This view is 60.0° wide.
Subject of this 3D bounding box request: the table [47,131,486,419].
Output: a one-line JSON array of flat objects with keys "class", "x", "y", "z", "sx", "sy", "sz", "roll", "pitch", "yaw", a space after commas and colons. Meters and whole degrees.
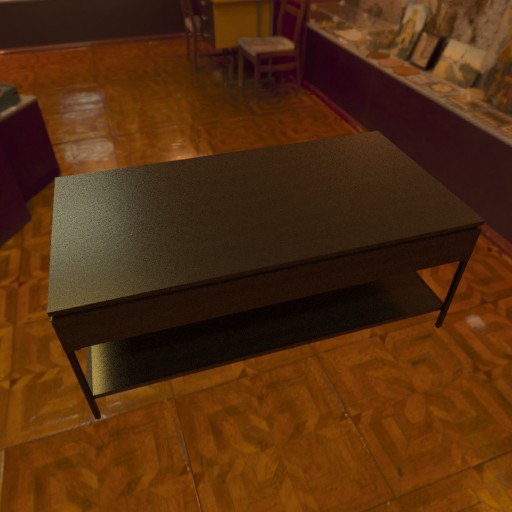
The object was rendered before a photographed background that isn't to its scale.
[{"class": "table", "x": 0.000, "y": 0.000, "z": 1.398, "sx": 1.095, "sy": 0.435, "sz": 0.574, "roll": -11, "pitch": 42, "yaw": -13}]
